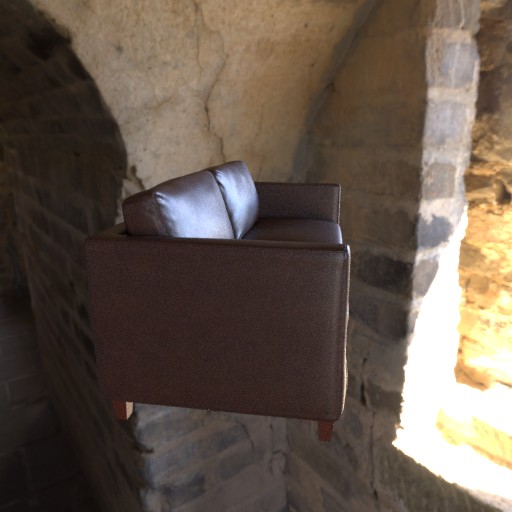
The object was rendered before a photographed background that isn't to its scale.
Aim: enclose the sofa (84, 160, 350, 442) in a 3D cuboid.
[{"bbox_3d":[0.000,0.000,2.418,0.951,0.933,1.883,3,16,9],"label":"sofa"}]
